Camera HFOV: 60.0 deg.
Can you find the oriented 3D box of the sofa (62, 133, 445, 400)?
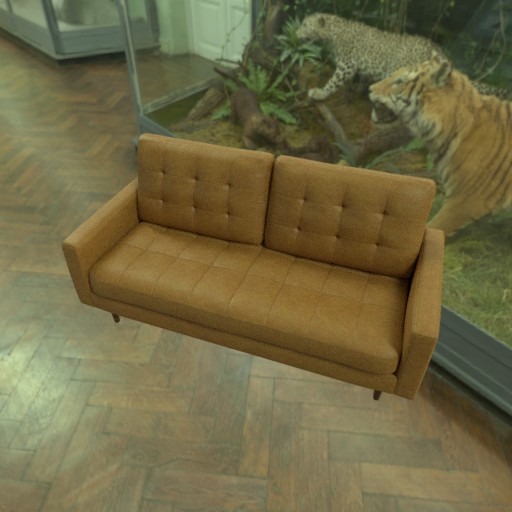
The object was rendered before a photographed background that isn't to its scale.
[{"bbox_3d":[0.000,0.000,2.322,1.821,0.898,0.850,13,41,15],"label":"sofa"}]
